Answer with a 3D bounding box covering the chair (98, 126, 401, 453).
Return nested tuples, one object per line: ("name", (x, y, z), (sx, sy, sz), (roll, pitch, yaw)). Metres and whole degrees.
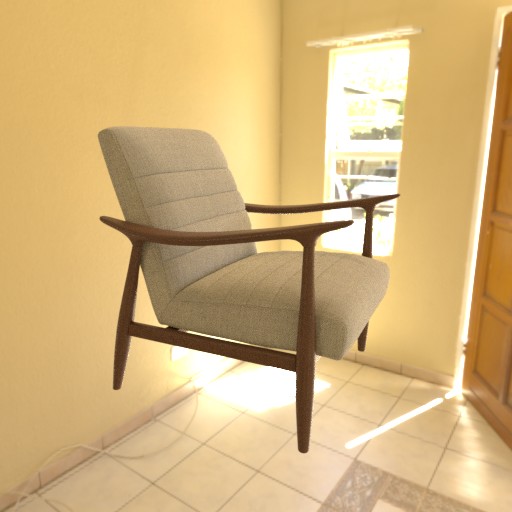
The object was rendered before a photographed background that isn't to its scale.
("chair", (0.000, 0.000, 1.464), (0.798, 0.832, 0.741), (6, 15, 25))
